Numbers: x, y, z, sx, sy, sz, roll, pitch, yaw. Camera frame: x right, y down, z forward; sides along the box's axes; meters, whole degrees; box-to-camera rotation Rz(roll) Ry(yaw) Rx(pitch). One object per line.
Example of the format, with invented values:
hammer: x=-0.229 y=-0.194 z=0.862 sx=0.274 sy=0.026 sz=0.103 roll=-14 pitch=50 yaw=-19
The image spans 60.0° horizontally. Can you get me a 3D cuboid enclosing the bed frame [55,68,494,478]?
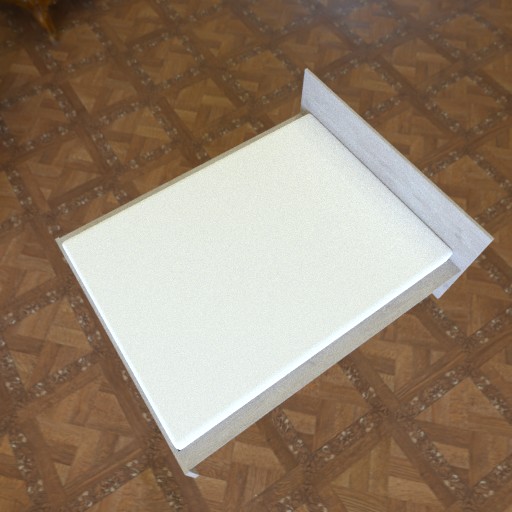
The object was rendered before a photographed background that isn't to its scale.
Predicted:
bed frame: x=0.000 y=0.000 z=2.759 sx=1.960 sy=0.800 sz=1.622 roll=-31 pitch=66 yaw=-16
